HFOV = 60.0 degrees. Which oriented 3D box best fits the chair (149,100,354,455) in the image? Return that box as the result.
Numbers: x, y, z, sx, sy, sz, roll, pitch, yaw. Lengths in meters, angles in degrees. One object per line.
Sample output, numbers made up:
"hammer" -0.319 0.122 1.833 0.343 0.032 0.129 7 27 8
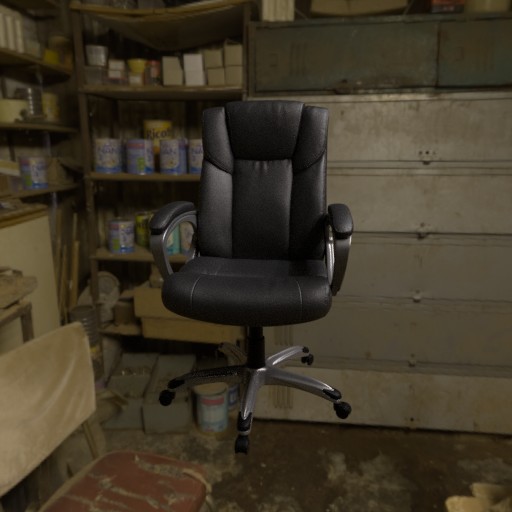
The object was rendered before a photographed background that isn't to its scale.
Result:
"chair" 0.000 0.000 1.600 0.721 1.130 0.719 2 14 8
